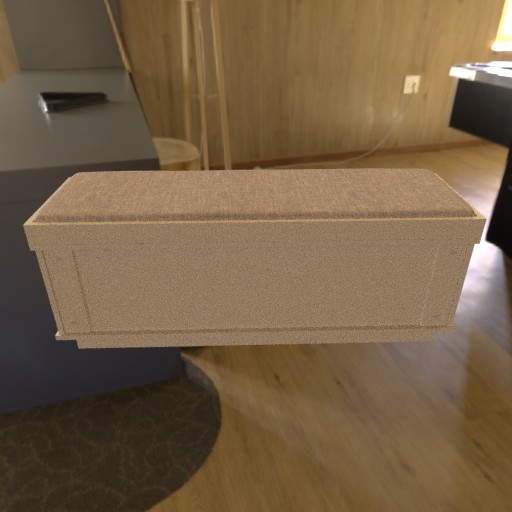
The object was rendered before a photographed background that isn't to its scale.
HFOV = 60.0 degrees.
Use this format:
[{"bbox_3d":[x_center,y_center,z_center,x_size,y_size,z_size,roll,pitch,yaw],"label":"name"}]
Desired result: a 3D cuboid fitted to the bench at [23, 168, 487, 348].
[{"bbox_3d":[0.000,0.000,1.403,1.196,0.453,0.363,-1,30,-2],"label":"bench"}]
